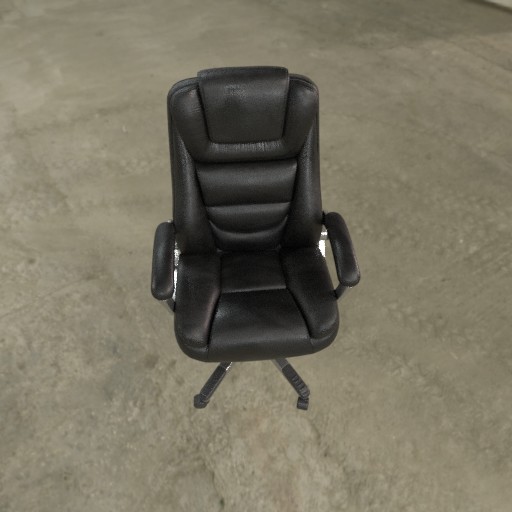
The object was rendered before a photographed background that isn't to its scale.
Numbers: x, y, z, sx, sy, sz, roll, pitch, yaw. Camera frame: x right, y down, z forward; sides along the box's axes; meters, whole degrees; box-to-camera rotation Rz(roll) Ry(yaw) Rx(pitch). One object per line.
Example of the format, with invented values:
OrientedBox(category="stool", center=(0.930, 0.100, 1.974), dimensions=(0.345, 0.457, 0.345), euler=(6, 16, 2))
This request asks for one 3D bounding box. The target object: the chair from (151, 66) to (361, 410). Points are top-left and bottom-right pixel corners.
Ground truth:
OrientedBox(category="chair", center=(0.000, 0.000, 1.546), dimensions=(0.697, 1.075, 0.689), euler=(-4, 47, -4))
